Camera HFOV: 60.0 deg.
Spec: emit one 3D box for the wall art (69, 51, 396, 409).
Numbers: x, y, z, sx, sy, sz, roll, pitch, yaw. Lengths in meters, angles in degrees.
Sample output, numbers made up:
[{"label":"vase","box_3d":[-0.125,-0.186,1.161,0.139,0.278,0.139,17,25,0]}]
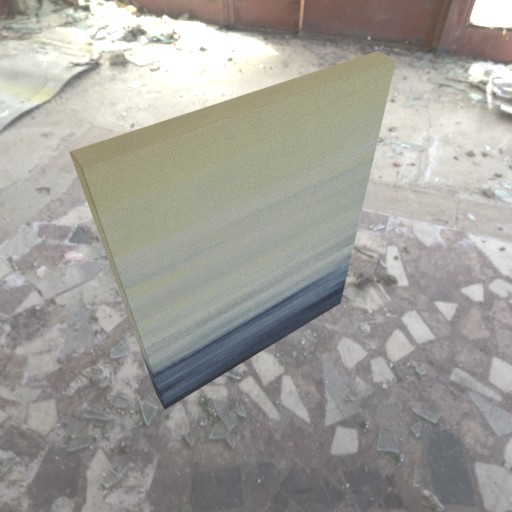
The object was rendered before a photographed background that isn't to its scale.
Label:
[{"label":"wall art","box_3d":[0.000,0.000,0.810,0.489,0.608,0.040,-27,52,-23]}]
